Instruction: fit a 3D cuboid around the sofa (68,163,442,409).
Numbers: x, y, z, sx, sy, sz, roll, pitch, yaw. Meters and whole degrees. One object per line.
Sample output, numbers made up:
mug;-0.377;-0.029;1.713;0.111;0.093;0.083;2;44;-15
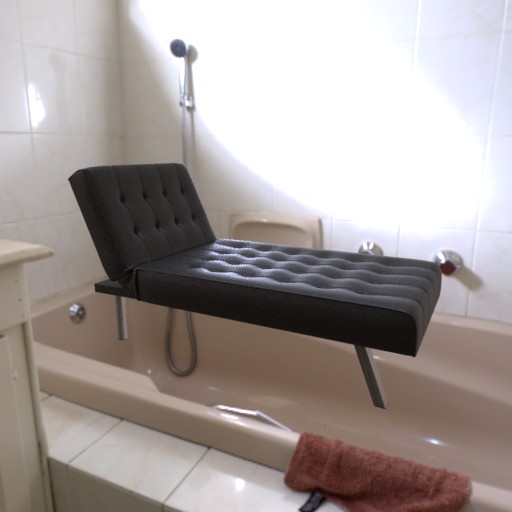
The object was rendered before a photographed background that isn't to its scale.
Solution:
sofa;0.000;0.000;2.061;1.560;0.820;0.760;7;15;27
